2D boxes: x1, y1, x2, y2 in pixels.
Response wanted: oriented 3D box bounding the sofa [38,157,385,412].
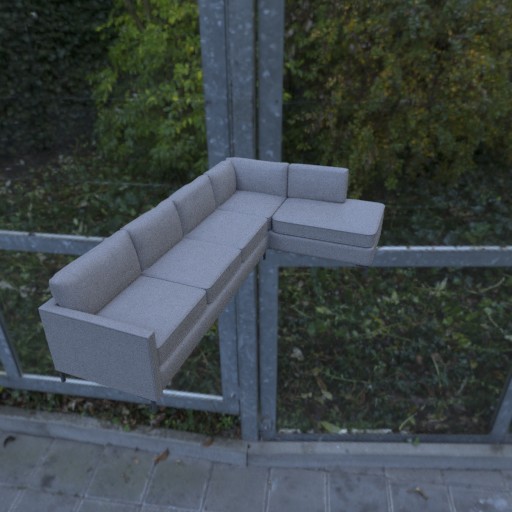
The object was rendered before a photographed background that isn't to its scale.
[{"bbox_3d":[0.000,0.000,4.312,2.077,0.964,3.331,10,31,18],"label":"sofa"}]
